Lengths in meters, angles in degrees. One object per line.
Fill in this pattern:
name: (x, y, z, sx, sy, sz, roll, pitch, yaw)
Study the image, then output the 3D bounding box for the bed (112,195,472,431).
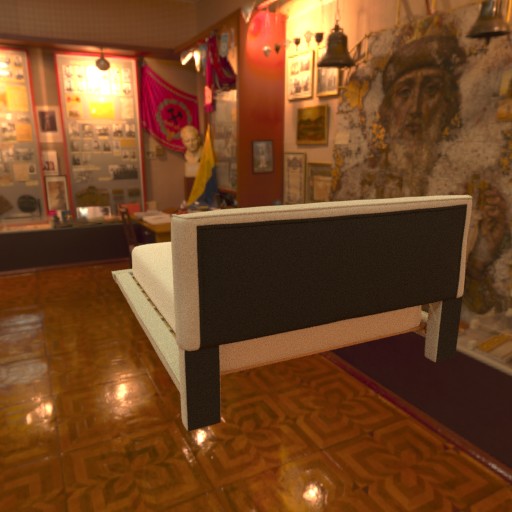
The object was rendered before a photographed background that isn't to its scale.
bed: (0.000, 0.000, 3.376, 1.840, 1.067, 2.368, -7, 15, -25)
